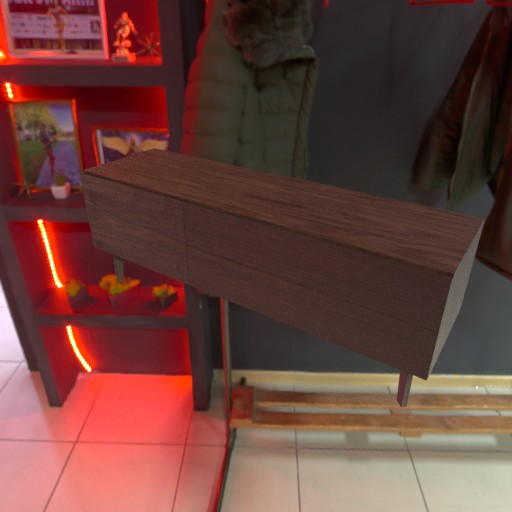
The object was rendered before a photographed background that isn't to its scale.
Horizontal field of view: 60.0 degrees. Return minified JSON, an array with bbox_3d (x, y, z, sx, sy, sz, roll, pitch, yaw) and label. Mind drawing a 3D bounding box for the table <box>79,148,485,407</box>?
[{"bbox_3d":[0.000,0.000,1.658,1.397,0.508,0.405,18,34,29],"label":"table"}]
